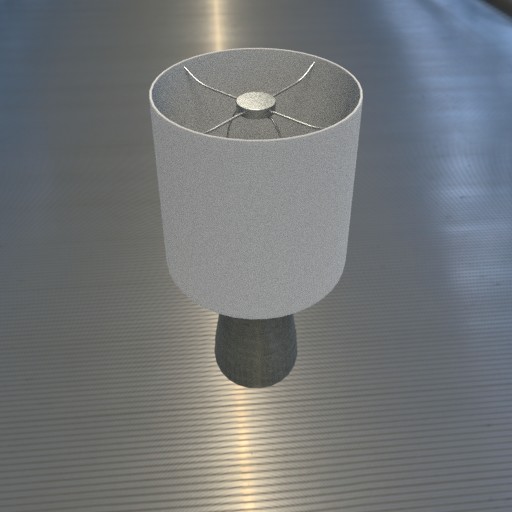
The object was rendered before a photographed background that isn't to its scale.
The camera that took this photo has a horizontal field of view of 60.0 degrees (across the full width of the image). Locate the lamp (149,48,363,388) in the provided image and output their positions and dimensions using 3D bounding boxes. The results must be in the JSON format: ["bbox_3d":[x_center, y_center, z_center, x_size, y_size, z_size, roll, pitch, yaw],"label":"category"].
[{"bbox_3d":[0.000,0.000,0.474,0.186,0.369,0.186,0,45,0],"label":"lamp"}]
